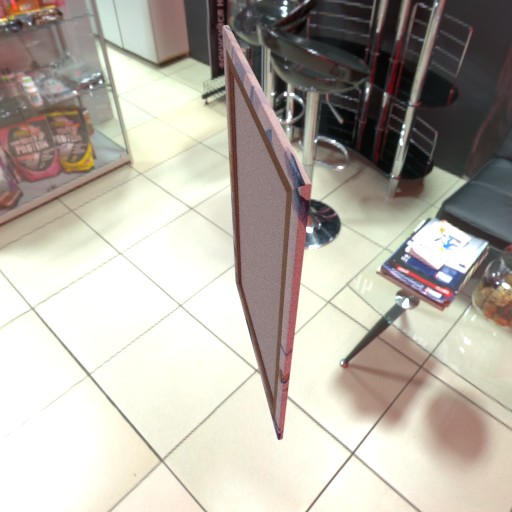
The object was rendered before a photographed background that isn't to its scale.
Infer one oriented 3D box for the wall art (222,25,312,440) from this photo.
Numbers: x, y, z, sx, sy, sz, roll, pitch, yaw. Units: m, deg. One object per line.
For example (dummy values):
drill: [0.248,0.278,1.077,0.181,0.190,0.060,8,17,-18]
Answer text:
wall art: [0.000,0.000,1.143,0.016,0.914,0.610,-10,47,-9]
